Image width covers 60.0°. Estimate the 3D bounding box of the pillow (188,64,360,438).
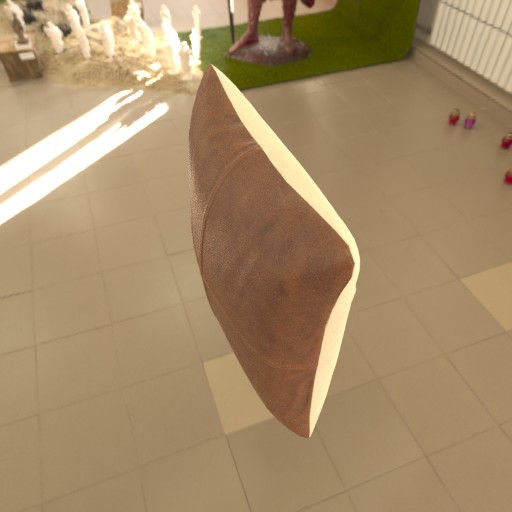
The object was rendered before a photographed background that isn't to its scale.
[{"bbox_3d":[0.000,0.000,0.740,0.192,0.470,0.484,-16,49,-14],"label":"pillow"}]
